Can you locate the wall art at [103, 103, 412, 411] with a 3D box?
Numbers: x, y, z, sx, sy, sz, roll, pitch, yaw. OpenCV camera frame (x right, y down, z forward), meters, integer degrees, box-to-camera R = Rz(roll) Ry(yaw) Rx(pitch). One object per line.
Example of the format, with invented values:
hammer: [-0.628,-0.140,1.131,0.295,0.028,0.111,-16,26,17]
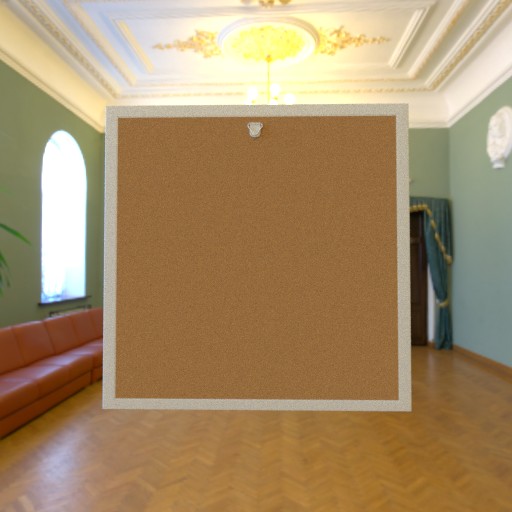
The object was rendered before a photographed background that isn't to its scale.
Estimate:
wall art: [0.000,0.000,1.117,0.761,0.762,0.050,0,-2,1]
